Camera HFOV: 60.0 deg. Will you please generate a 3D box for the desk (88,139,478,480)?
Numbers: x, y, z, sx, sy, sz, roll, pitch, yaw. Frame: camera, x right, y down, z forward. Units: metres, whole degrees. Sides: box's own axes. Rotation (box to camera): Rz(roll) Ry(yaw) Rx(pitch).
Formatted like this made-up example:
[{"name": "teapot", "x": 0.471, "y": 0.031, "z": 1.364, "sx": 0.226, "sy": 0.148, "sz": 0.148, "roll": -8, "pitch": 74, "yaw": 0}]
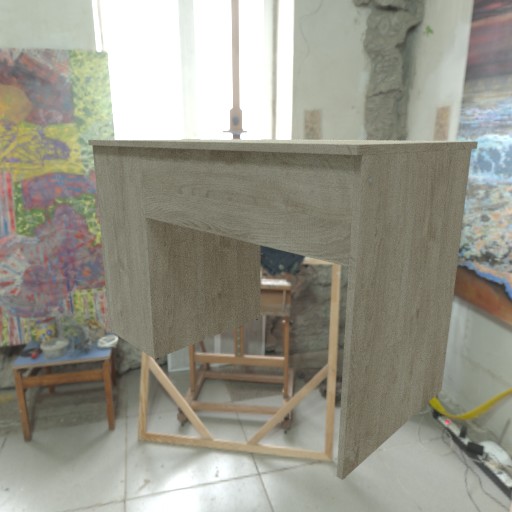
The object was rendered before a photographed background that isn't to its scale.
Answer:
[{"name": "desk", "x": 0.000, "y": 0.000, "z": 1.447, "sx": 0.560, "sy": 0.730, "sz": 1.096, "roll": -15, "pitch": 21, "yaw": -42}]
